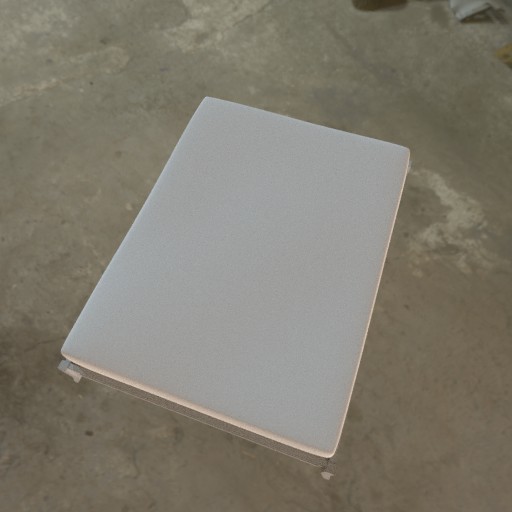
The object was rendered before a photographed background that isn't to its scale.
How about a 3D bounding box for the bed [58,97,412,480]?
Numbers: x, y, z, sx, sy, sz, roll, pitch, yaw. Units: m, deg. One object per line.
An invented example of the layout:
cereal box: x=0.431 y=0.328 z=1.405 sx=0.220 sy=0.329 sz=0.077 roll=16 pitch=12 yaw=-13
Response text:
bed: x=0.000 y=0.000 z=2.800 sx=1.604 sy=0.510 sz=2.108 roll=18 pitch=64 yaw=9
